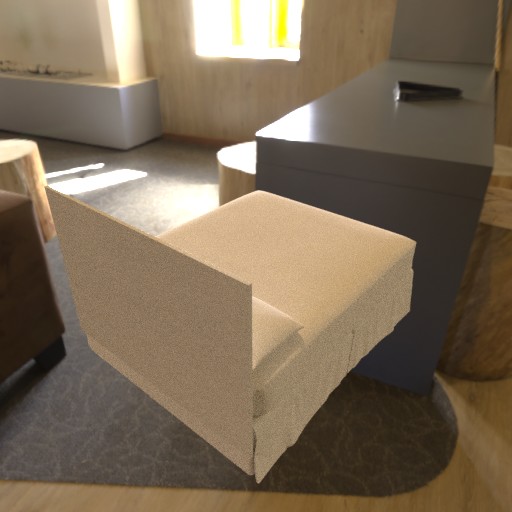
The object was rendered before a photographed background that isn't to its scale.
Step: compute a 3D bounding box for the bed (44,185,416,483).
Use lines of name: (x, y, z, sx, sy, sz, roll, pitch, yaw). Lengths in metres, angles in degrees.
bed: (0.000, 0.000, 3.239, 1.745, 1.335, 2.094, 23, 38, 33)
